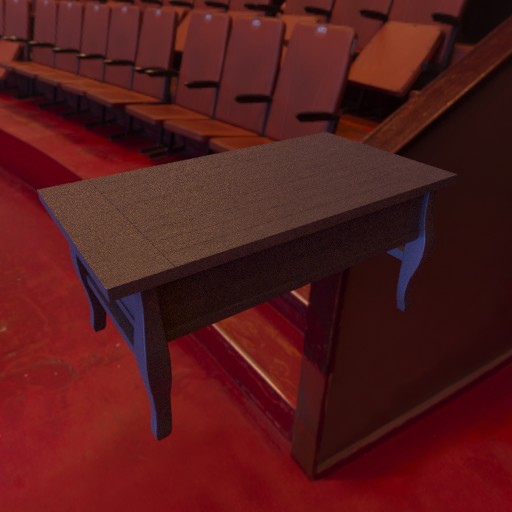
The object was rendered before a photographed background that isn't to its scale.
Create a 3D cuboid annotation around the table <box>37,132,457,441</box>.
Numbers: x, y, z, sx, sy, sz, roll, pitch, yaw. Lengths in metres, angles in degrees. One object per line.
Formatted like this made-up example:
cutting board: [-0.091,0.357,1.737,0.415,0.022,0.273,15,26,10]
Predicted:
table: [0.000,0.000,1.398,1.062,0.494,0.600,-19,36,-29]
